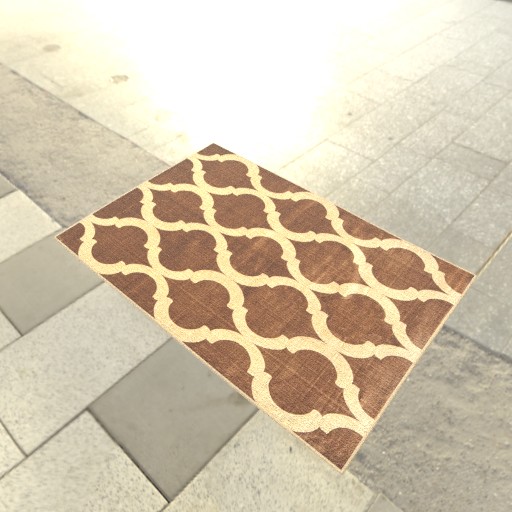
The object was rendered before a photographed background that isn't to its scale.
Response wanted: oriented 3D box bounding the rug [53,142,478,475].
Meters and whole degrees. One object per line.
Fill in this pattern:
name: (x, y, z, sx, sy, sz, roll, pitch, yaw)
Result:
rug: (0.000, 0.000, 2.838, 2.290, 0.014, 1.526, 32, 54, 27)
